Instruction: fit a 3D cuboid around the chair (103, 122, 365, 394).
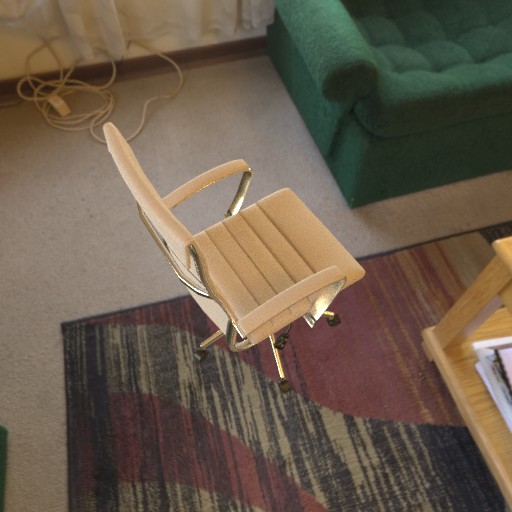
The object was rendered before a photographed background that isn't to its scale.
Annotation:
[{"bbox_3d":[0.000,0.000,1.563,0.667,1.149,0.679,-28,61,-17],"label":"chair"}]
